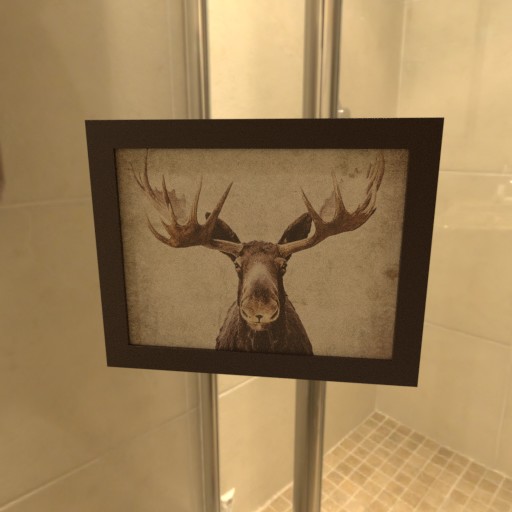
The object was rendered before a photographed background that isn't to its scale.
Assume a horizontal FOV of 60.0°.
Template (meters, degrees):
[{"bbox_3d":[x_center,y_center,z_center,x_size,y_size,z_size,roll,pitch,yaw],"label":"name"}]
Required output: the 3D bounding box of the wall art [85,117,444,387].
[{"bbox_3d":[0.000,0.000,1.610,1.207,0.952,0.034,2,14,7],"label":"wall art"}]
